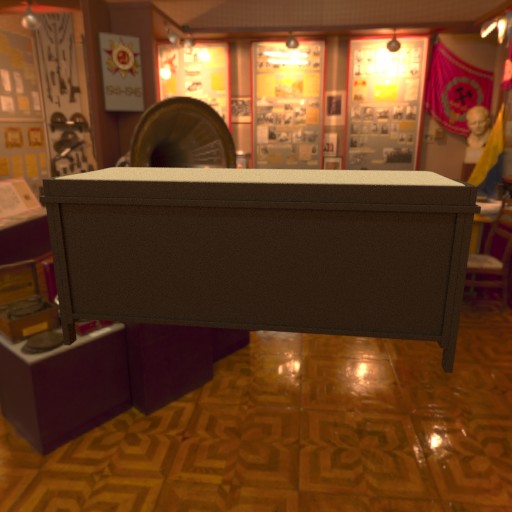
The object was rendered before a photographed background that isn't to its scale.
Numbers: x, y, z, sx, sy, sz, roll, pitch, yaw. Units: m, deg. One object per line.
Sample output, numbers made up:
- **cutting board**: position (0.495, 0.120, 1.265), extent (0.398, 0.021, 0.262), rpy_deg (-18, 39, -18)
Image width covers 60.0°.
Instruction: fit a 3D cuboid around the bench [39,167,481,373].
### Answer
- **bench**: position (0.000, 0.000, 1.378), extent (1.140, 0.501, 0.398), rpy_deg (2, 16, 8)
